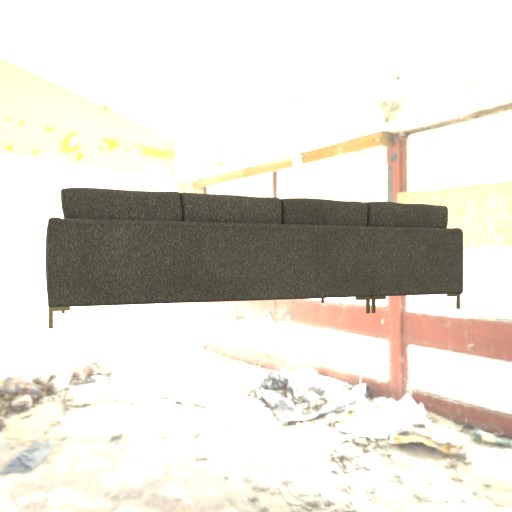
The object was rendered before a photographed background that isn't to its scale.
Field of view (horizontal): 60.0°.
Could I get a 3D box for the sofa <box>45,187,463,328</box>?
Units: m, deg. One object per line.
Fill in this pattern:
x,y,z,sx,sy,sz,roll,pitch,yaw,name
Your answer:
0.000,0.000,3.522,2.932,0.810,1.350,0,0,-19,sofa
